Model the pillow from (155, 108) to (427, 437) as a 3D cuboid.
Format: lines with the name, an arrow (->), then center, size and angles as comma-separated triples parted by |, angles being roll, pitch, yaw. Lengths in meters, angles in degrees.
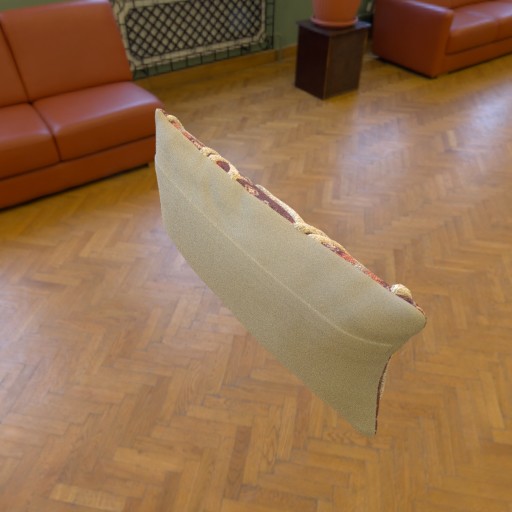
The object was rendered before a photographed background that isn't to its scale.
pillow -> 0.000, 0.000, 0.727 | 0.161, 0.295, 0.608 | -26, 48, -26
